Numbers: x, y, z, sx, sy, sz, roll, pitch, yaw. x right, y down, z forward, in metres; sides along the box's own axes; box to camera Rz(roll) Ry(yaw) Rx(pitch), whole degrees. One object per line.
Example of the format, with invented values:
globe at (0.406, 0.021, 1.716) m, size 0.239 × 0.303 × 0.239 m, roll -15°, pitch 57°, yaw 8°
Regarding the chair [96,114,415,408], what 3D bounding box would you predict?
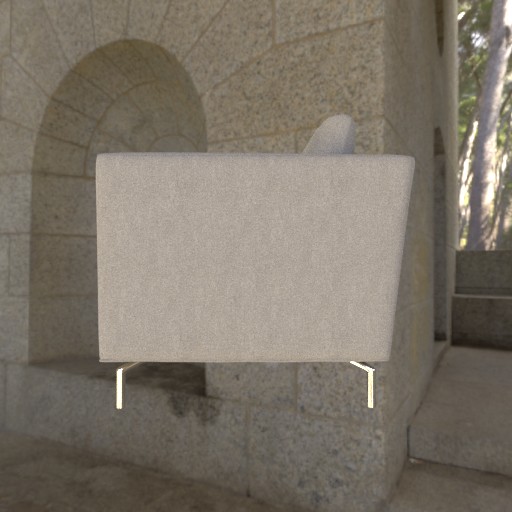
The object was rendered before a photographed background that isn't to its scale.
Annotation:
chair at (0.000, 0.000, 1.691) m, size 0.889 × 0.864 × 1.041 m, roll 0°, pitch -1°, yaw -1°
